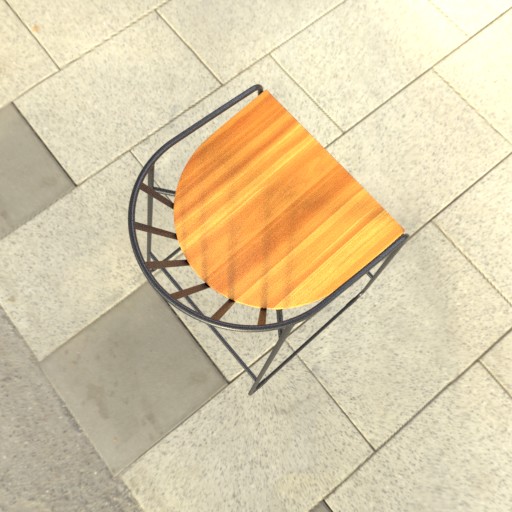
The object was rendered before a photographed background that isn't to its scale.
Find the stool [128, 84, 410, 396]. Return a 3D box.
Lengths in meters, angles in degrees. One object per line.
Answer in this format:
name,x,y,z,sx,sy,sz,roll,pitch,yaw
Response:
stool,0.000,0.000,1.147,0.521,0.812,0.546,-40,80,-9
